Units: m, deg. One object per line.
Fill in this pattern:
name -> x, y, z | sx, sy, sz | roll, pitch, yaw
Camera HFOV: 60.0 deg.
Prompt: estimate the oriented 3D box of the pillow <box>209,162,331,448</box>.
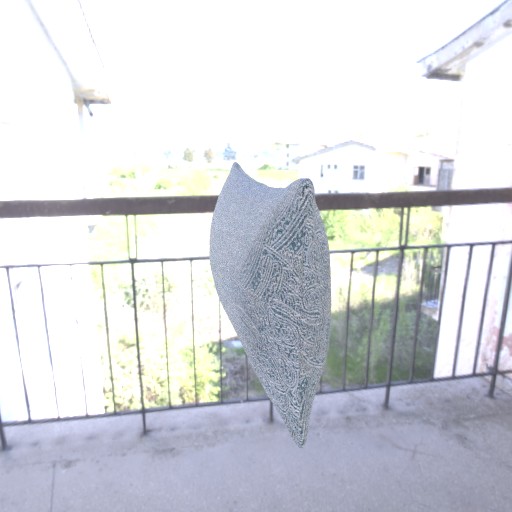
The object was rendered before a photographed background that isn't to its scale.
pillow -> 0.000, 0.000, 0.742 | 0.151, 0.295, 0.615 | -2, 14, -9
